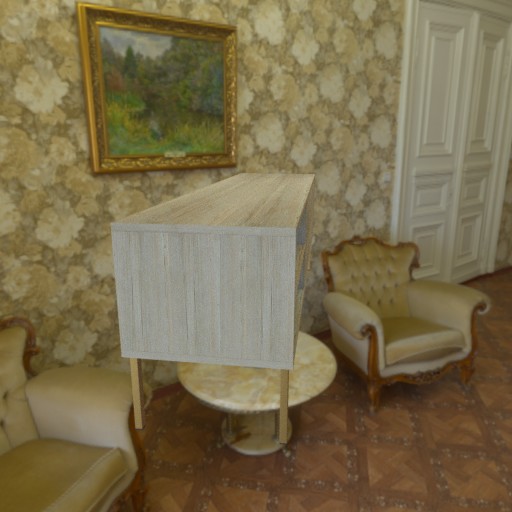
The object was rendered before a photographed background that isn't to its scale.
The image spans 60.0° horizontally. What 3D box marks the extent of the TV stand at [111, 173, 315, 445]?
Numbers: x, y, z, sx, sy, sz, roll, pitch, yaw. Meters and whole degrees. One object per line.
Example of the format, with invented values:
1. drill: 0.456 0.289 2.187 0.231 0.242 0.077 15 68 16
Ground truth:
1. TV stand: 0.000 0.000 1.807 0.420 0.550 1.600 2 15 8
